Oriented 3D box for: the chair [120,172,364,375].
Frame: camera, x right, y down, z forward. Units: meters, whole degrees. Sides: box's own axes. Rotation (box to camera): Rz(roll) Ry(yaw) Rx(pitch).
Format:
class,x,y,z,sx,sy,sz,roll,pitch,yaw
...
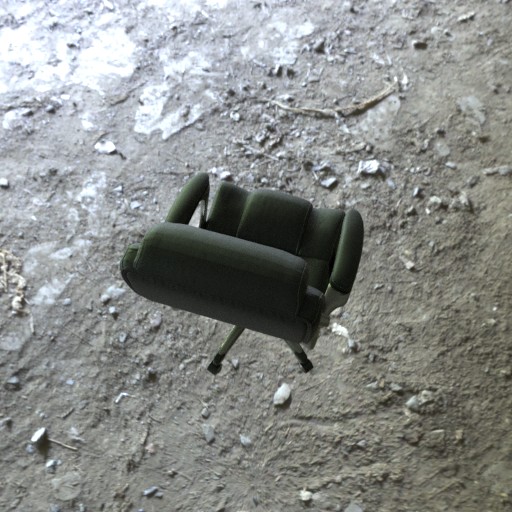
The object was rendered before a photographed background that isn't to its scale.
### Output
class,x,y,z,sx,sy,sz,roll,pitch,yaw
chair,0.000,0.000,1.660,0.741,1.167,0.784,15,64,8
